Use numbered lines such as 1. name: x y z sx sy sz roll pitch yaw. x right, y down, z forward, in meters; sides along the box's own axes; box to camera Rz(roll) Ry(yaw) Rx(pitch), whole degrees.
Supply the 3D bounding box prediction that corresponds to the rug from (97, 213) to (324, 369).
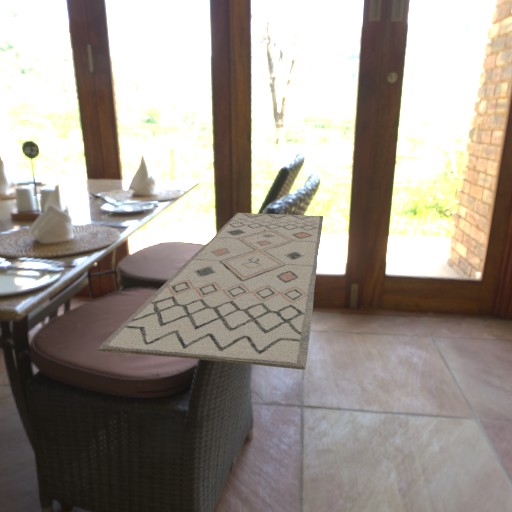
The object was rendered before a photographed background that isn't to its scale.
1. rug: 0.000 0.000 2.678 0.750 0.011 2.435 3 18 9
